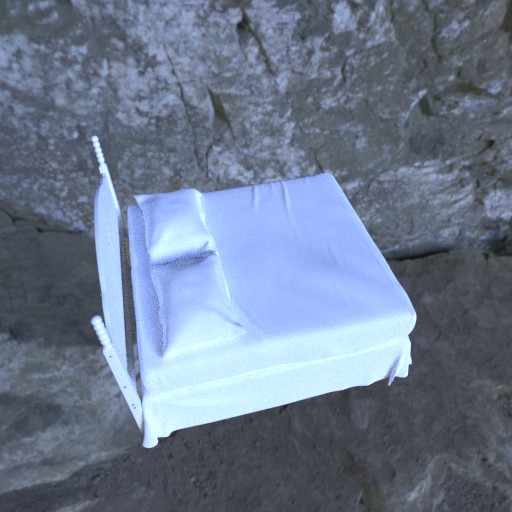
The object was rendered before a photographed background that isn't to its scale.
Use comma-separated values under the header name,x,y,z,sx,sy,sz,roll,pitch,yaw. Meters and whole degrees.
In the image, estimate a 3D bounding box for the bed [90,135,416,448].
name,x,y,z,sx,sy,sz,roll,pitch,yaw
bed,0.000,0.000,3.273,2.040,1.356,1.873,-11,48,-10
